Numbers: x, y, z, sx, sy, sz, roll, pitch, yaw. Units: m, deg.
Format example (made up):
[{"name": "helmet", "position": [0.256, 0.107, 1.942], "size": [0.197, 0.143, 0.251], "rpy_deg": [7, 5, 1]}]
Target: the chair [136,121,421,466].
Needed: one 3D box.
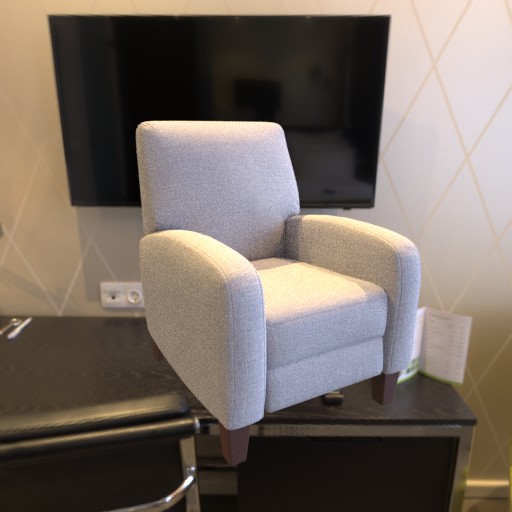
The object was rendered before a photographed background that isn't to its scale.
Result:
[{"name": "chair", "position": [0.000, 0.000, 1.685], "size": [0.762, 0.990, 0.990], "rpy_deg": [-9, 18, -28]}]
